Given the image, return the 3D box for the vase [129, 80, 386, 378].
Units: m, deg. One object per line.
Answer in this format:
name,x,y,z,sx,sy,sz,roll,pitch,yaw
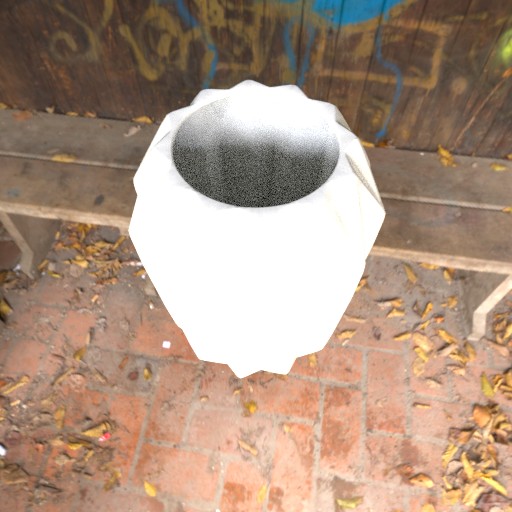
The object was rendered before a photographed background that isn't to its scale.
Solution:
vase,0.000,0.000,0.405,0.195,0.275,0.195,0,57,0
